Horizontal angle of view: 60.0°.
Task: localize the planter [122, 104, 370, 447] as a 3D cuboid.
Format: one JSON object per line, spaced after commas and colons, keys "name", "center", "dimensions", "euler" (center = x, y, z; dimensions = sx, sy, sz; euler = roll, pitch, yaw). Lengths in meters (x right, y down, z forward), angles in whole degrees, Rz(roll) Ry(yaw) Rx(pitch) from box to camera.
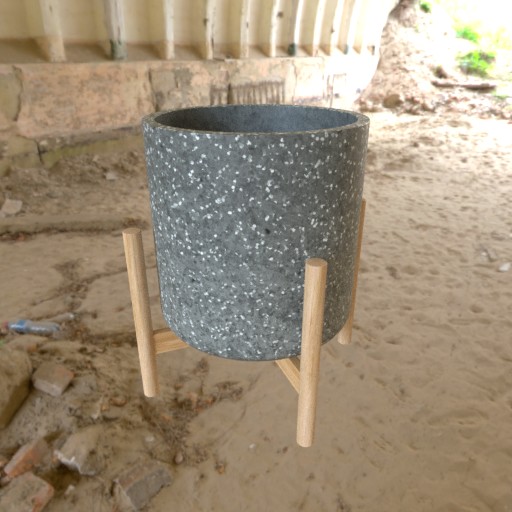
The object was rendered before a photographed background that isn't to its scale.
{"name": "planter", "center": [0.000, 0.000, 0.690], "dimensions": [0.360, 0.419, 0.360], "euler": [0, 25, 0]}
